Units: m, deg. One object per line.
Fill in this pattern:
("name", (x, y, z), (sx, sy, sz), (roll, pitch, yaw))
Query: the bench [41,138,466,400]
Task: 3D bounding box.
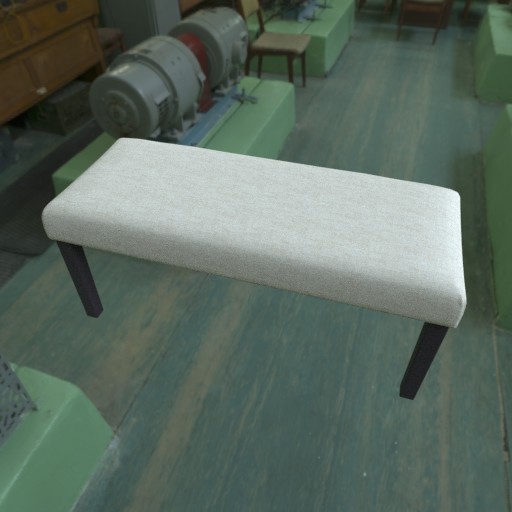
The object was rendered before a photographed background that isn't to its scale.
("bench", (0.000, 0.000, 1.257), (1.013, 0.456, 0.407), (12, 44, 12))
